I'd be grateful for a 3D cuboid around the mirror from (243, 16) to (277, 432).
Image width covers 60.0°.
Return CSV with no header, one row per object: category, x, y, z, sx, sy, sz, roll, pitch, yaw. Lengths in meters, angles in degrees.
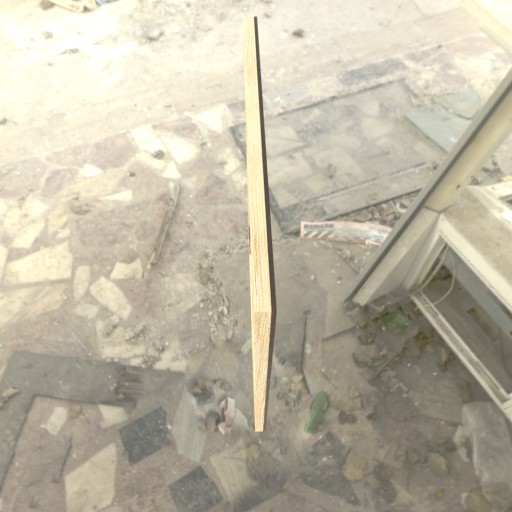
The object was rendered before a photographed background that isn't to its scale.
mirror,0.000,0.000,1.187,0.032,0.882,0.730,-2,58,-1
